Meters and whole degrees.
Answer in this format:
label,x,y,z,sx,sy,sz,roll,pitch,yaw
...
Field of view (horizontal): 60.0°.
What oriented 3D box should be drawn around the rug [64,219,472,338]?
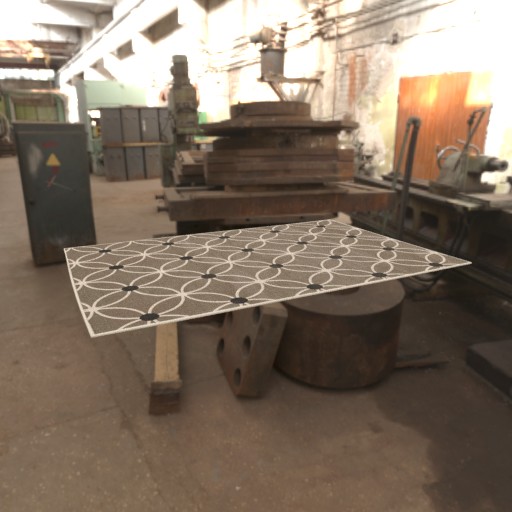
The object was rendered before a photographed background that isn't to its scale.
label,x,y,z,sx,sy,sz,roll,pitch,yaw
rug,0.000,0.000,2.940,2.284,0.008,1.522,-8,18,-26
